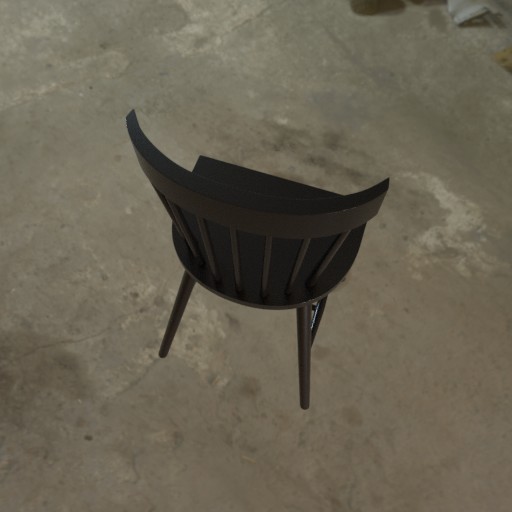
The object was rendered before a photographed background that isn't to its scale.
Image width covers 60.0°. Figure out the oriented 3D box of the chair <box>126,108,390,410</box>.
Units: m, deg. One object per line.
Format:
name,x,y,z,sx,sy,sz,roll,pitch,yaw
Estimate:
chair,0.000,0.000,1.120,0.506,0.844,0.483,17,64,9
